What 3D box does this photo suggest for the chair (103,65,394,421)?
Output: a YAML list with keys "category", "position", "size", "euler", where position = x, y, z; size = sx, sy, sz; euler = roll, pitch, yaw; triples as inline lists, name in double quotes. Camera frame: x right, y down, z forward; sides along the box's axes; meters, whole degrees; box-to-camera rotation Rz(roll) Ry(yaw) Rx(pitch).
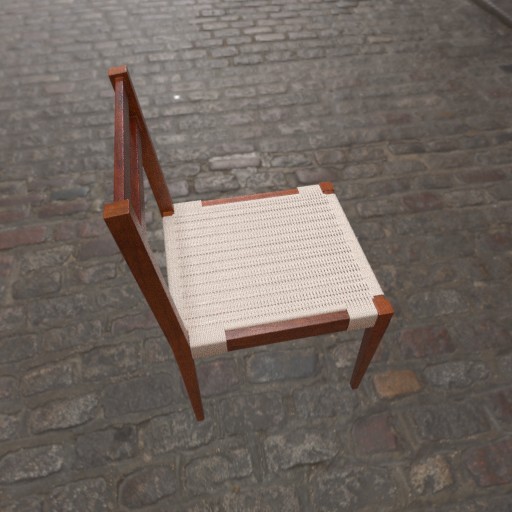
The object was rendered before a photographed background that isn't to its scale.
- category: "chair"
  position: [0.000, 0.000, 1.178]
  size: [0.569, 0.851, 0.495]
  euler: [-9, 49, -8]
